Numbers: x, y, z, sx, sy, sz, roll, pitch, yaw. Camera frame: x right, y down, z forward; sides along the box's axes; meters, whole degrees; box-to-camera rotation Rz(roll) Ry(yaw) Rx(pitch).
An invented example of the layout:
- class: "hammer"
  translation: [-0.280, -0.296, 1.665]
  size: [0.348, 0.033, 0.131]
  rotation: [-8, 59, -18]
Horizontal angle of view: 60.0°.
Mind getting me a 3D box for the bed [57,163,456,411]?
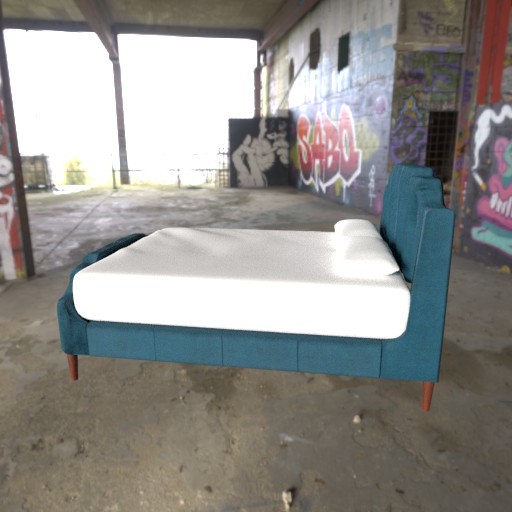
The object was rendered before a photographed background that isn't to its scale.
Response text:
- class: "bed"
  translation: [0.000, 0.000, 3.317]
  size: [2.322, 1.351, 1.676]
  rotation: [2, 14, 9]
